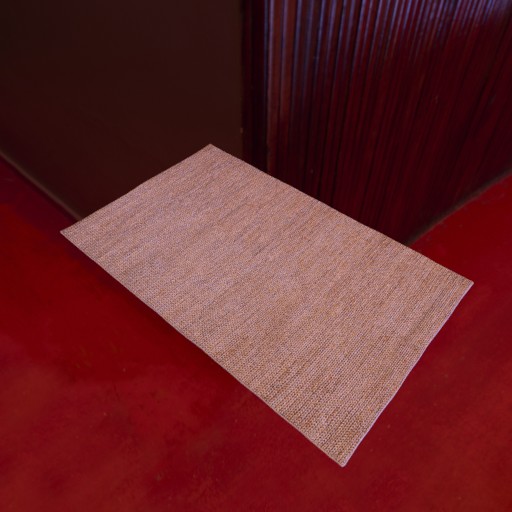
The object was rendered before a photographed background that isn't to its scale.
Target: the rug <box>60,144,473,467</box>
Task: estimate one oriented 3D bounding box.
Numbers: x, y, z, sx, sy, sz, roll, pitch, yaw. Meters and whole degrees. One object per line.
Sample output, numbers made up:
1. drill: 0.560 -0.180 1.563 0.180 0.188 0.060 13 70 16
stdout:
1. rug: 0.000 0.000 3.042 2.438 0.034 1.521 33 55 27
